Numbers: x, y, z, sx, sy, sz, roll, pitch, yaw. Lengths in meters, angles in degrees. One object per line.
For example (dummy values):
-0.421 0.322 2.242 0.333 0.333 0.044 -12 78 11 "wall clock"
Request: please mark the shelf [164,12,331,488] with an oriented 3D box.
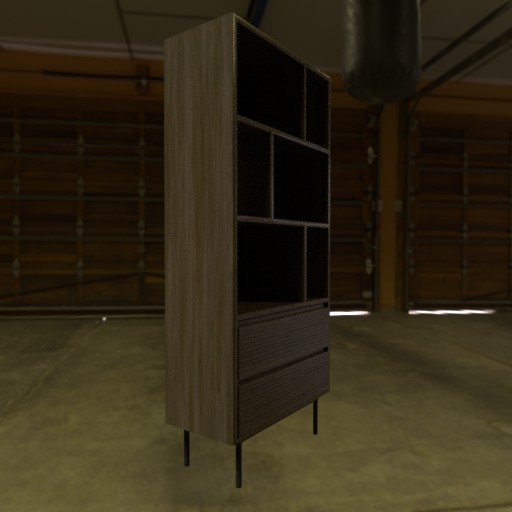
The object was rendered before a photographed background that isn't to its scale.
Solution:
0.000 0.000 1.766 0.323 1.545 0.670 1 1 37 "shelf"
